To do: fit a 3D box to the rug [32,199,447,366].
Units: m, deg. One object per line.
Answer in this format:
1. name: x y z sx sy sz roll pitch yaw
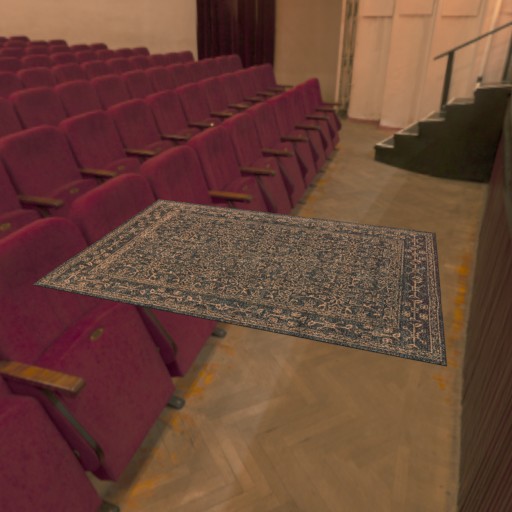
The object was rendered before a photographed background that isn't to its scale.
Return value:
1. rug: 0.000 0.000 2.333 1.819 0.005 1.200 9 29 16
